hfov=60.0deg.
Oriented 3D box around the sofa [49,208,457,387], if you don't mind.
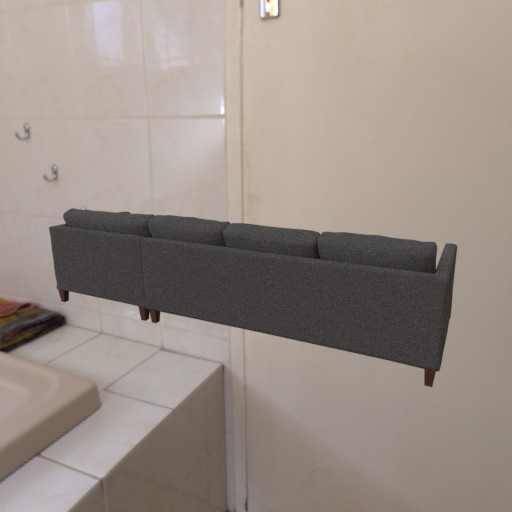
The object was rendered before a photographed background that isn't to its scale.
[{"bbox_3d":[0.000,0.000,3.864,3.186,0.846,1.625,8,17,26],"label":"sofa"}]
